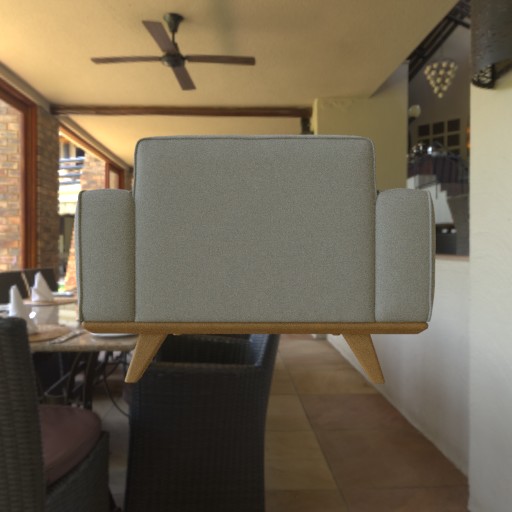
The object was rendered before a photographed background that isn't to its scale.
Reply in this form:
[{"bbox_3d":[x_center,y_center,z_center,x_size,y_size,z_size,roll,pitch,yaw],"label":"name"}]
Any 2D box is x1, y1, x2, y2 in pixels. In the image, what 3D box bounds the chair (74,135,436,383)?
[{"bbox_3d":[0.000,0.000,1.777,1.115,0.779,0.953,0,1,1],"label":"chair"}]
